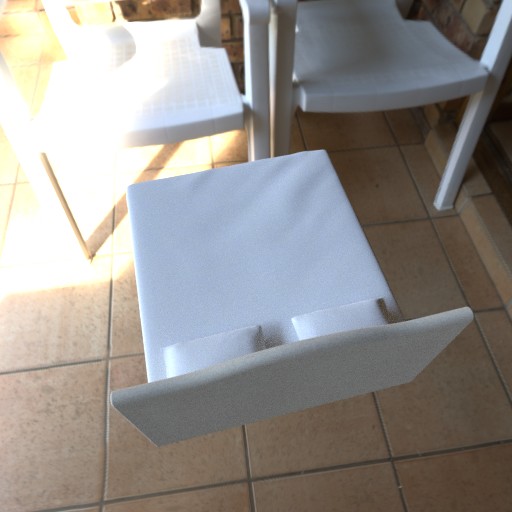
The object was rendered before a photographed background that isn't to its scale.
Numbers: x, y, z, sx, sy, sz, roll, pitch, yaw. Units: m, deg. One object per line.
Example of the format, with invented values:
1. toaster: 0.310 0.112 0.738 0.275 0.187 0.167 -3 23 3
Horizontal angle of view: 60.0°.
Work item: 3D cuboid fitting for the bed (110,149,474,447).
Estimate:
1. bed: 0.000 0.000 3.492 2.083 1.421 2.182 -12 58 -7
